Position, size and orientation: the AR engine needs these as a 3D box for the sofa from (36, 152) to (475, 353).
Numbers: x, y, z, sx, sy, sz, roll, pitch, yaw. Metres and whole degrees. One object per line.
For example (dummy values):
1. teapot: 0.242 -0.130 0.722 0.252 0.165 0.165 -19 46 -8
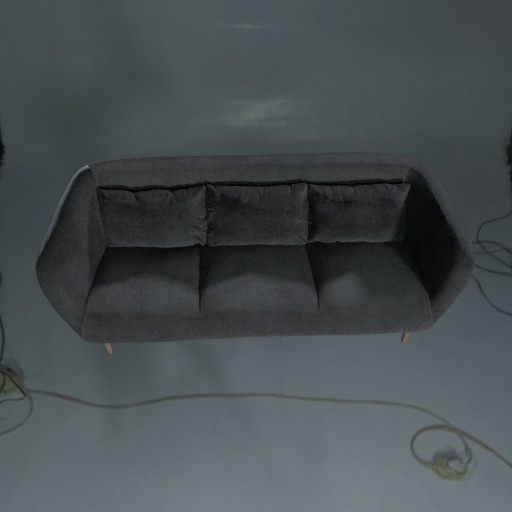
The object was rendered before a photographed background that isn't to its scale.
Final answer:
1. sofa: 0.000 0.000 2.714 2.296 0.875 0.956 -2 46 -2
